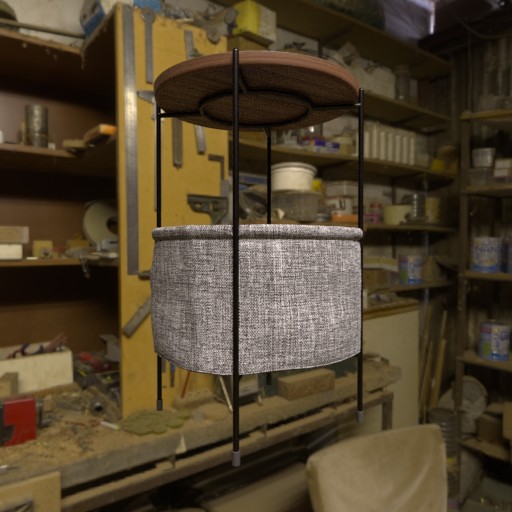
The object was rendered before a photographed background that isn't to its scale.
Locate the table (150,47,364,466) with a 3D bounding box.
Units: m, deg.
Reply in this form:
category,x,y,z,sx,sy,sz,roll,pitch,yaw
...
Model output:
category,x,y,z,sx,sy,sz,roll,pitch,yaw
table,0.000,0.000,0.860,0.400,0.623,0.400,-1,1,-36
